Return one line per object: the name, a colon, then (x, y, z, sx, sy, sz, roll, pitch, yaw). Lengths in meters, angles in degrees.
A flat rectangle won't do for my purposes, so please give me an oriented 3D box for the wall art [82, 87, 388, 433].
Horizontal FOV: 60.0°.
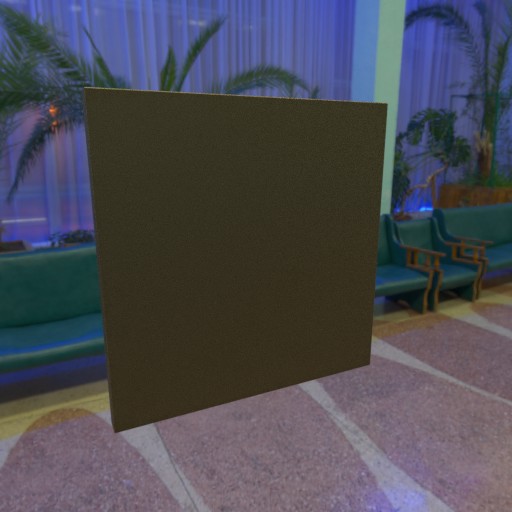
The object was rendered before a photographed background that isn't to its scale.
wall art: (0.000, 0.000, 0.747, 0.503, 0.506, 0.031, -7, 16, -25)
